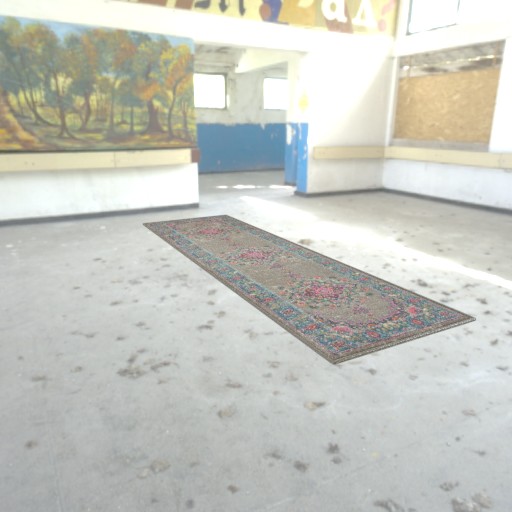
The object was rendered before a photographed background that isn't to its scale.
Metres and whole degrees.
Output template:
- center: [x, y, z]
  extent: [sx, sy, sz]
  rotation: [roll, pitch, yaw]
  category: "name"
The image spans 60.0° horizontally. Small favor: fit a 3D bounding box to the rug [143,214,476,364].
- center: [0.000, 0.000, 1.999]
  extent: [0.553, 0.012, 1.827]
  rotation: [-9, 19, -27]
  category: "rug"
